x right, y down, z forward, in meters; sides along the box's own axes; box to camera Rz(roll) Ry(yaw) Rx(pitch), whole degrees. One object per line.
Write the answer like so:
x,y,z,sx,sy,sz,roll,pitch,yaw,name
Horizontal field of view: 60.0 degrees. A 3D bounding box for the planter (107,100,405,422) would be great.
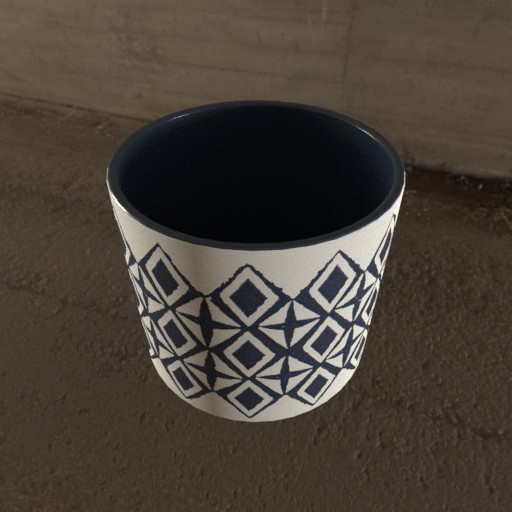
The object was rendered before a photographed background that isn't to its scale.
0.000,0.000,0.288,0.159,0.144,0.159,0,41,0,planter
